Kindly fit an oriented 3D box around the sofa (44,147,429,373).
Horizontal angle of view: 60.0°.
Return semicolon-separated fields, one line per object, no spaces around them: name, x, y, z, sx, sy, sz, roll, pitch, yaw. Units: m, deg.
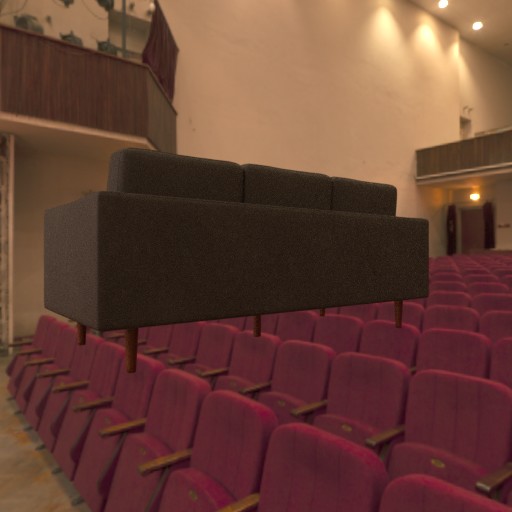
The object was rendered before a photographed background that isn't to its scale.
sofa;0.000;0.000;2.480;2.029;0.899;0.879;0;0;-37
